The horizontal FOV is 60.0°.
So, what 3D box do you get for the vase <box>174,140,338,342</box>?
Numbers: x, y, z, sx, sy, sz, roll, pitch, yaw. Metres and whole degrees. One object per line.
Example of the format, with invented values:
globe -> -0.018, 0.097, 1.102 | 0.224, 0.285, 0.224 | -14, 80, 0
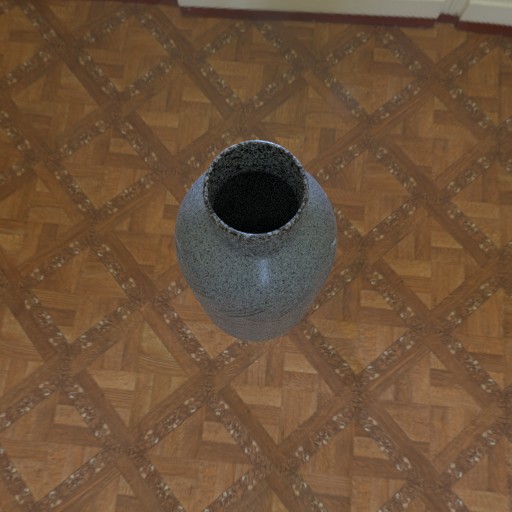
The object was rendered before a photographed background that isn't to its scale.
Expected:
vase -> 0.000, 0.000, 0.349 | 0.122, 0.282, 0.122 | 0, 77, 0
